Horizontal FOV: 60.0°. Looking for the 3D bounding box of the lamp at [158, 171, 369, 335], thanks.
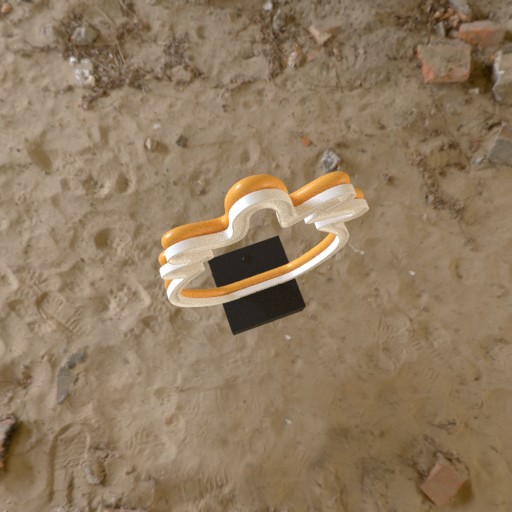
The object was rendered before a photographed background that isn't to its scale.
[{"bbox_3d":[0.000,0.000,0.385,0.167,0.317,0.088,-19,76,-5],"label":"lamp"}]
